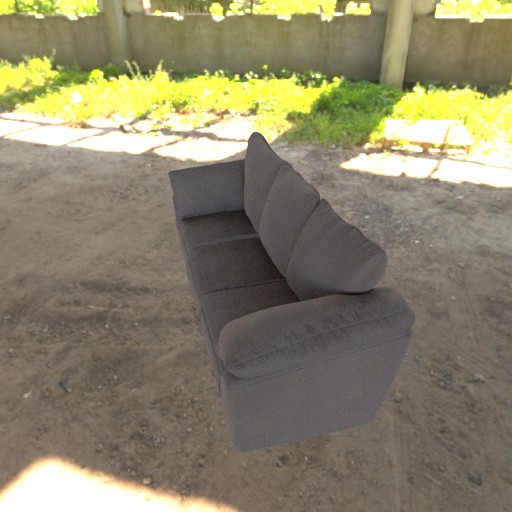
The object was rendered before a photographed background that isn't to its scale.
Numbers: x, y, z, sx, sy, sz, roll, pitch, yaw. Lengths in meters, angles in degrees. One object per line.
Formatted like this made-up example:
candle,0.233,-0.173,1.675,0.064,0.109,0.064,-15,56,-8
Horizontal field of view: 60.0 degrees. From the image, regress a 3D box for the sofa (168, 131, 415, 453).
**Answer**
sofa,0.000,0.000,2.901,0.878,1.073,2.336,-8,31,-13
